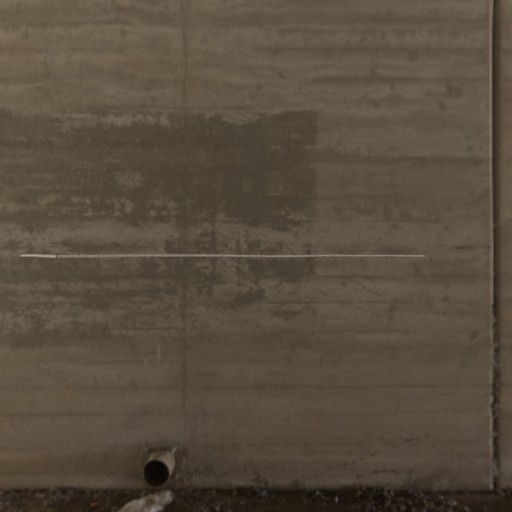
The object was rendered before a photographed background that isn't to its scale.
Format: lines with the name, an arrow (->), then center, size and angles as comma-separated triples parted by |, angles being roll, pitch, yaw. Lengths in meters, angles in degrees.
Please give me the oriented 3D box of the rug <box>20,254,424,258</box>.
rug -> 0.000, 0.000, 2.395 | 2.182, 0.015, 0.645 | 0, 0, -37
